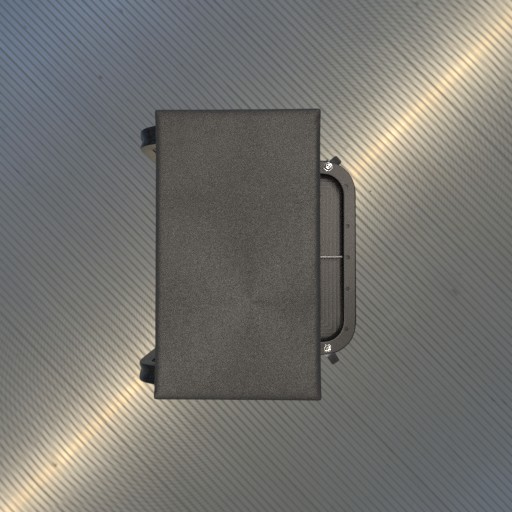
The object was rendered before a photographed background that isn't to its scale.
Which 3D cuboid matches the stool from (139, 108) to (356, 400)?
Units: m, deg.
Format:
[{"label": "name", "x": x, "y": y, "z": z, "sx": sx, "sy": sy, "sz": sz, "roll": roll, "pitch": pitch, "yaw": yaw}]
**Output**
[{"label": "stool", "x": 0.000, "y": 0.000, "z": 0.743, "sx": 0.371, "sy": 0.380, "sz": 0.446, "roll": 0, "pitch": 89, "yaw": 1}]
